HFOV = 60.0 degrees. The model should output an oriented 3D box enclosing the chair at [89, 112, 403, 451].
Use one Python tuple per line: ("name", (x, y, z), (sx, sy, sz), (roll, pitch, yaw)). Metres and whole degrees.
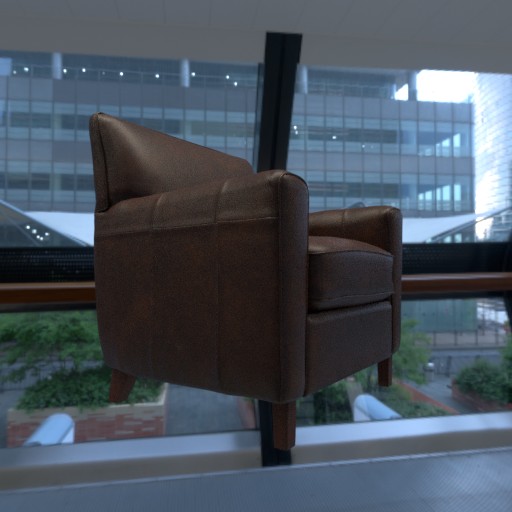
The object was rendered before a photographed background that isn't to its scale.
("chair", (0.000, 0.000, 1.554), (0.823, 0.943, 0.870), (-1, -2, 36))
